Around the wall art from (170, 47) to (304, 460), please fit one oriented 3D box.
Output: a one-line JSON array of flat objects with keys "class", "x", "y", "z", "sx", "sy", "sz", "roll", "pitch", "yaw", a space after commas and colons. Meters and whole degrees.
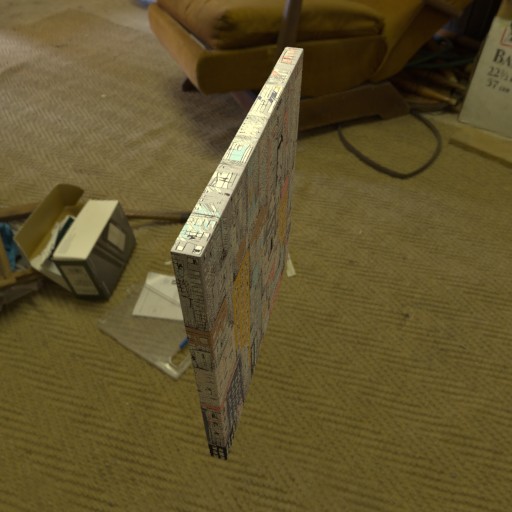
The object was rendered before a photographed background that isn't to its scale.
[{"class": "wall art", "x": 0.000, "y": 0.000, "z": 0.909, "sx": 0.038, "sy": 0.608, "sz": 0.607, "roll": 11, "pitch": 47, "yaw": 10}]
